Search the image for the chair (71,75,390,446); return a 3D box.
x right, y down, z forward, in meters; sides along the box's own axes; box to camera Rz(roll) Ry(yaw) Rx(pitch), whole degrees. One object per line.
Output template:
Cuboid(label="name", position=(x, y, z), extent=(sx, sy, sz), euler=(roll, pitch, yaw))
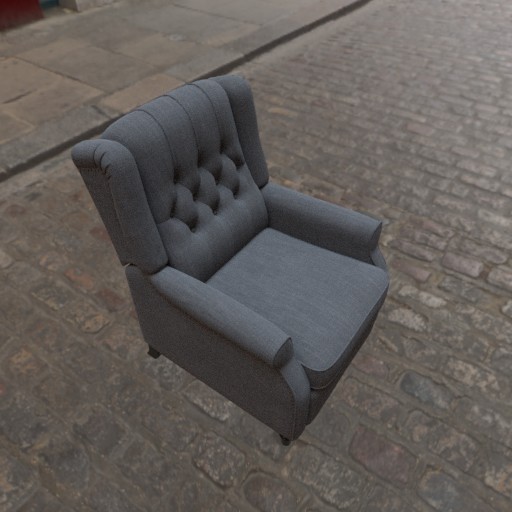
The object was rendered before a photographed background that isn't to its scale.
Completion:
Cuboid(label="chair", position=(0.000, 0.000, 1.618), extent=(0.898, 1.035, 0.742), euler=(26, 49, 25))
